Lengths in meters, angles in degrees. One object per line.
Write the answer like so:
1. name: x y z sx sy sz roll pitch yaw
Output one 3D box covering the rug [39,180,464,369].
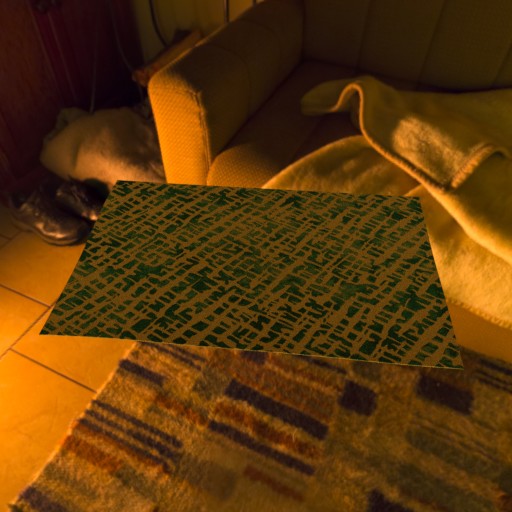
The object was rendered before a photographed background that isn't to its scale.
1. rug: 0.000 0.000 3.051 2.447 0.011 1.520 4 46 4
